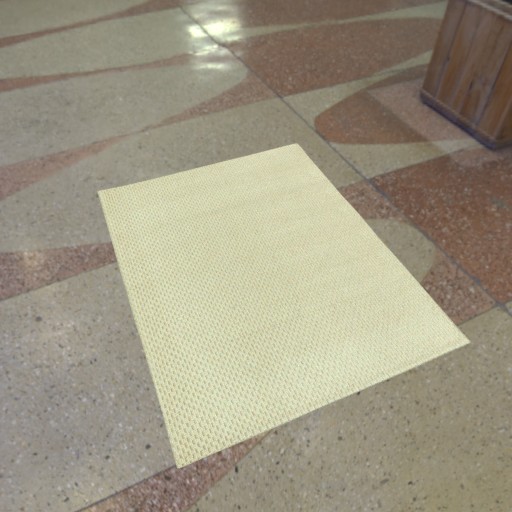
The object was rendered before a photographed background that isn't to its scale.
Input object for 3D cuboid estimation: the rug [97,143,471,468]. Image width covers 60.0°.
[{"bbox_3d":[0.000,0.000,3.916,2.277,0.035,2.897,-17,50,-15],"label":"rug"}]
